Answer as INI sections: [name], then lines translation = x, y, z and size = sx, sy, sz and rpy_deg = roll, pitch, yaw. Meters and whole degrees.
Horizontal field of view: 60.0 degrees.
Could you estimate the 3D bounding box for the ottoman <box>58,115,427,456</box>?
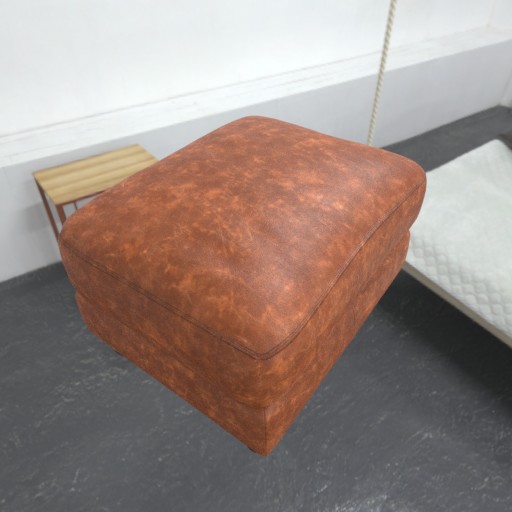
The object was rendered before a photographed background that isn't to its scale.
[ottoman]
translation = 0.000, 0.000, 1.242
size = 0.657, 0.562, 0.832
rpy_deg = 26, 47, 26
